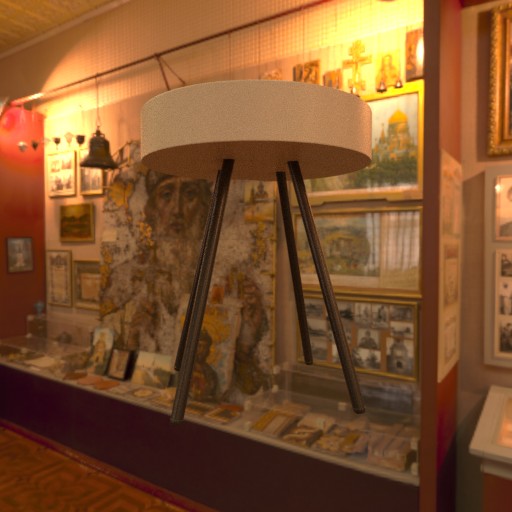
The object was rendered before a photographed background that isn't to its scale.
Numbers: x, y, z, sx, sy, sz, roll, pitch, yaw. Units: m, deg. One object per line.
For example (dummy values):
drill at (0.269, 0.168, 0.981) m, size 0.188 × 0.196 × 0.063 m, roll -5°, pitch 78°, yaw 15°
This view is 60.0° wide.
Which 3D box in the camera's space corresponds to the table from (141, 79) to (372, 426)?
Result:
table at (0.000, 0.000, 0.866) m, size 0.450 × 0.525 × 0.450 m, roll 0°, pitch 2°, yaw 0°
